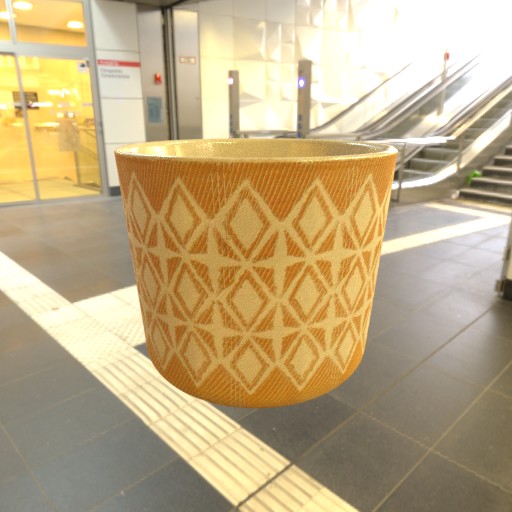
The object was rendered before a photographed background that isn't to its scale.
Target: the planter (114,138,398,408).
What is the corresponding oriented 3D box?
[{"bbox_3d":[0.000,0.000,0.340,0.193,0.165,0.193,0,18,0],"label":"planter"}]
